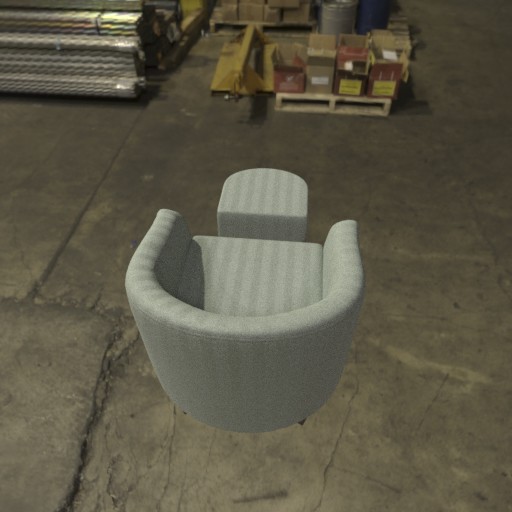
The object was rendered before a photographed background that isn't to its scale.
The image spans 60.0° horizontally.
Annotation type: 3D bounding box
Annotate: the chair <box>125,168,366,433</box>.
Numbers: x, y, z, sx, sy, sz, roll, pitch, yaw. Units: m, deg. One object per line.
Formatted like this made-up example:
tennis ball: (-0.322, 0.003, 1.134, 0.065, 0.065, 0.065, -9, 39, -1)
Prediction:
chair: (0.000, 0.000, 1.776, 0.756, 0.757, 1.288, 4, 46, 4)
